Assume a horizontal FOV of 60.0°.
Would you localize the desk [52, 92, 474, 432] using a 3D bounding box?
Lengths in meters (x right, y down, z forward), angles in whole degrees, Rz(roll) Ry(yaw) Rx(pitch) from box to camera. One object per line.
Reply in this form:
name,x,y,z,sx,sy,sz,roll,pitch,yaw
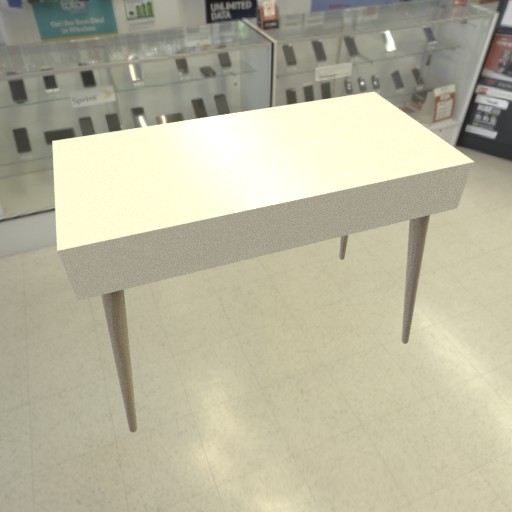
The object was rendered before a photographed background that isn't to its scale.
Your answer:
desk,0.000,0.000,1.377,0.979,0.723,0.491,-14,44,-15
